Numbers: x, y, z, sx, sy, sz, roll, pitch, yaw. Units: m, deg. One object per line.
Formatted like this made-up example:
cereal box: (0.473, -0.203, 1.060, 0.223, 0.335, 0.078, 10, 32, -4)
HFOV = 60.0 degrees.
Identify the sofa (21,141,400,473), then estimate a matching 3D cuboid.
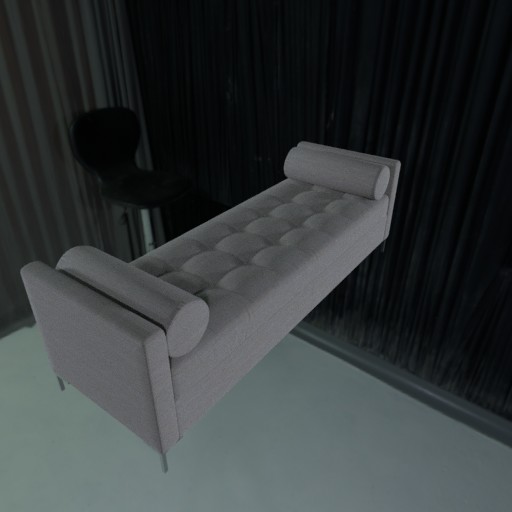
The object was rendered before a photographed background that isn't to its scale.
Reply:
sofa: (0.000, 0.000, 2.266, 0.686, 0.635, 1.981, 21, 37, 31)
